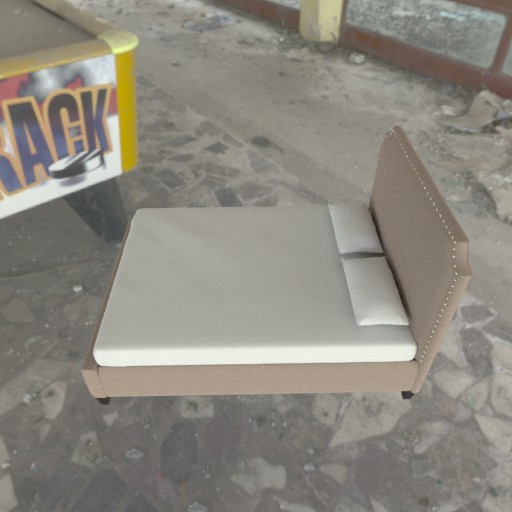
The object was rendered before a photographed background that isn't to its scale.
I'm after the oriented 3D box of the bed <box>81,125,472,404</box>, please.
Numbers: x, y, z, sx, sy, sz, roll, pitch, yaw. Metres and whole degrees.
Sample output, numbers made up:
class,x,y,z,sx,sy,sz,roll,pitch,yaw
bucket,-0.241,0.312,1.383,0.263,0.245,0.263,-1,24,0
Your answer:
class,x,y,z,sx,sy,sz,roll,pitch,yaw
bed,0.000,0.000,3.405,2.372,1.443,1.713,-1,42,-1
